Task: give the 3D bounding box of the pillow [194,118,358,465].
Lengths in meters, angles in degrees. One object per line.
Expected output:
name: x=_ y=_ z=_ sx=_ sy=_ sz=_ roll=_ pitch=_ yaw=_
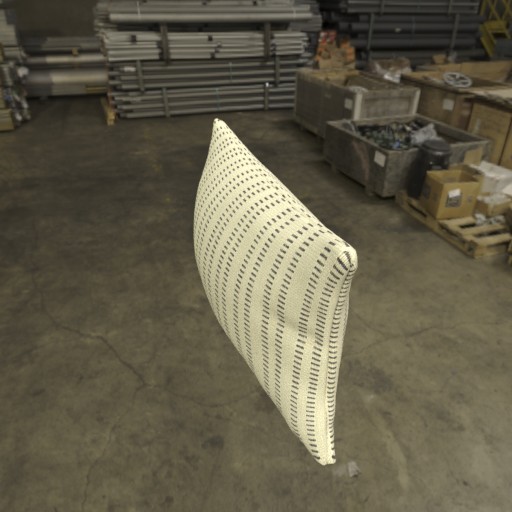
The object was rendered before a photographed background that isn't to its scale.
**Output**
pillow: x=0.000 y=0.000 z=0.803 sx=0.210 sy=0.353 sz=0.640 roll=-9 pitch=31 yaw=-15
